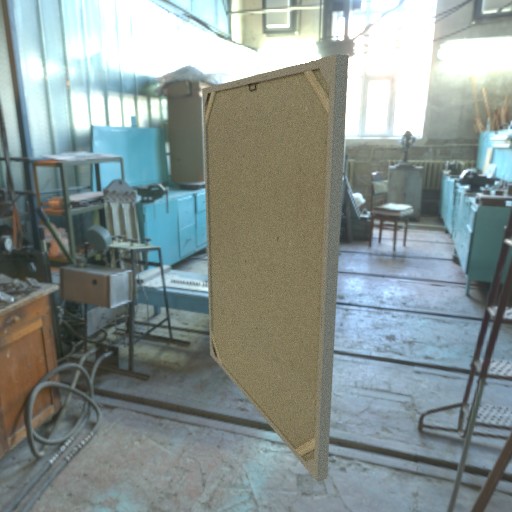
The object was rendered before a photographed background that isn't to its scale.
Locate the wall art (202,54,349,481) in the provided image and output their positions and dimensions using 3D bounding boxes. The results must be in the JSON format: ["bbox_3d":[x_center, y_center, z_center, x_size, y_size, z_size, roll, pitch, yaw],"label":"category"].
[{"bbox_3d":[0.000,0.000,1.602,0.038,1.212,0.914,-8,17,-26],"label":"wall art"}]
